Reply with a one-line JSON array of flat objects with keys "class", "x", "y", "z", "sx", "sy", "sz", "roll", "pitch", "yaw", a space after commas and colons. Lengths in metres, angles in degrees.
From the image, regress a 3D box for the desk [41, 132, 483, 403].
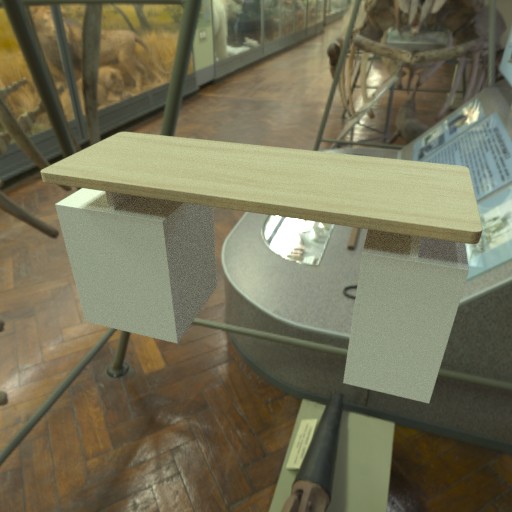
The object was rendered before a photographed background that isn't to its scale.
[{"class": "desk", "x": 0.000, "y": 0.000, "z": 1.837, "sx": 1.500, "sy": 0.755, "sz": 0.550, "roll": 10, "pitch": 33, "yaw": 15}]
